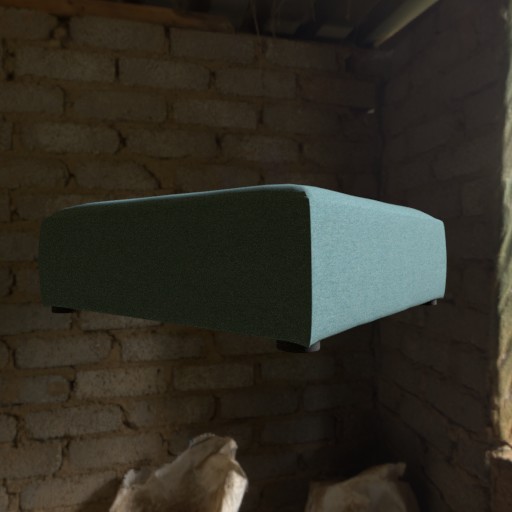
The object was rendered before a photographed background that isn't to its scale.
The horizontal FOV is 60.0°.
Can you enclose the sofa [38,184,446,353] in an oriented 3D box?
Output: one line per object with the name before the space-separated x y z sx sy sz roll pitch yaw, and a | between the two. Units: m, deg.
sofa | 0.000 0.000 1.417 0.930 0.330 0.930 1 1 37
